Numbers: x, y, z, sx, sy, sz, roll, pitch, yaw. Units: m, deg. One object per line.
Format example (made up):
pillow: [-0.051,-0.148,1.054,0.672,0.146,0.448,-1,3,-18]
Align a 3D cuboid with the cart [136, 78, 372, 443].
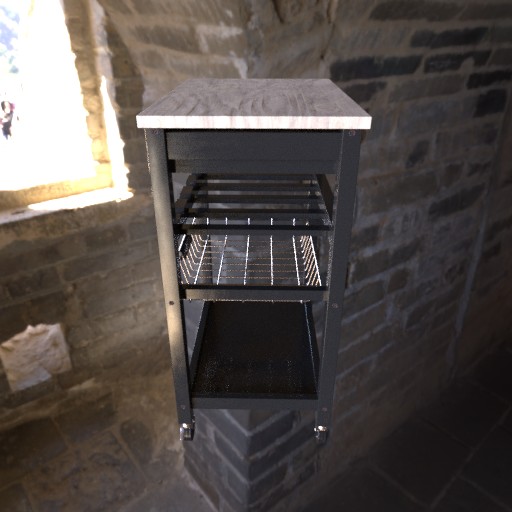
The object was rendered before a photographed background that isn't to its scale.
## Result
cart: [0.000,0.000,1.201,0.403,0.839,0.584,1,28,1]
